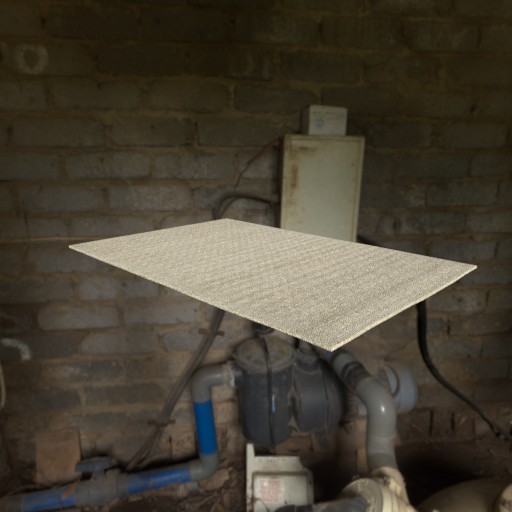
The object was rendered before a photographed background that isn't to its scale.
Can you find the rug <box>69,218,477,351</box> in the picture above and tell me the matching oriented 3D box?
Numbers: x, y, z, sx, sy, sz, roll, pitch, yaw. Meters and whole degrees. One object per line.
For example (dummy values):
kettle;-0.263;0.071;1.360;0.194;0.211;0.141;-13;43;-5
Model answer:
rug;0.000;0.000;2.951;2.297;0.018;1.532;14;21;43
